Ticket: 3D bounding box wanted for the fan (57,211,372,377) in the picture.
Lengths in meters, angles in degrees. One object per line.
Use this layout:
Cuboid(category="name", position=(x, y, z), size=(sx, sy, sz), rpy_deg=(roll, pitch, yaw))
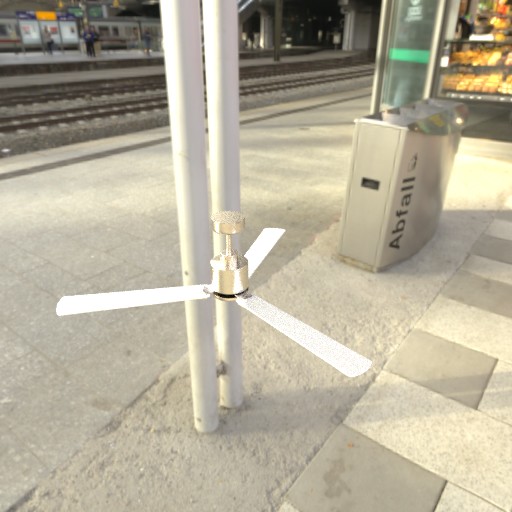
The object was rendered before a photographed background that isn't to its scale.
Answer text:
Cuboid(category="fan", position=(0.000, 0.000, 2.350), size=(1.531, 0.446, 1.561), rpy_deg=(18, 31, 32))
